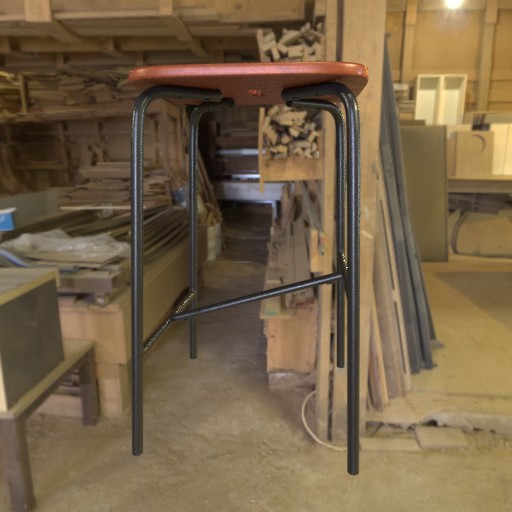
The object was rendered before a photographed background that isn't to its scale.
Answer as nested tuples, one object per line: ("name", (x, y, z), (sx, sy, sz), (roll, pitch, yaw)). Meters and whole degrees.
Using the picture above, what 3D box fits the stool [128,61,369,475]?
("stool", (0.000, 0.000, 0.830), (0.376, 0.610, 0.376), (2, 13, 7))
